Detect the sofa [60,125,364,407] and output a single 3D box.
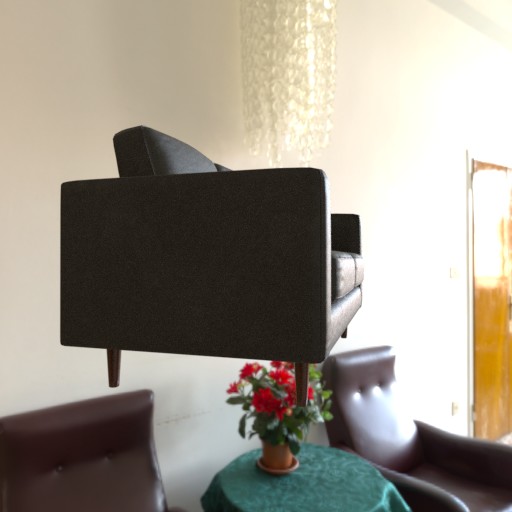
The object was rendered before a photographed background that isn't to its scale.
[{"bbox_3d":[0.000,0.000,1.974,0.879,0.899,1.430,0,0,17],"label":"sofa"}]
